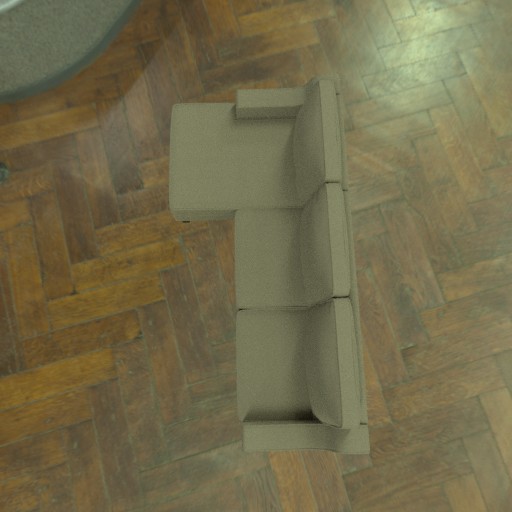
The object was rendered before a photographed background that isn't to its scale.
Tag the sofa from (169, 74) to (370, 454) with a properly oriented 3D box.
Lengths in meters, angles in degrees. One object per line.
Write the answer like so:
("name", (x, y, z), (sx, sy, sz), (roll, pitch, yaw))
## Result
("sofa", (0.000, 0.000, 3.169), (1.294, 0.928, 2.561), (-1, 76, 0))
